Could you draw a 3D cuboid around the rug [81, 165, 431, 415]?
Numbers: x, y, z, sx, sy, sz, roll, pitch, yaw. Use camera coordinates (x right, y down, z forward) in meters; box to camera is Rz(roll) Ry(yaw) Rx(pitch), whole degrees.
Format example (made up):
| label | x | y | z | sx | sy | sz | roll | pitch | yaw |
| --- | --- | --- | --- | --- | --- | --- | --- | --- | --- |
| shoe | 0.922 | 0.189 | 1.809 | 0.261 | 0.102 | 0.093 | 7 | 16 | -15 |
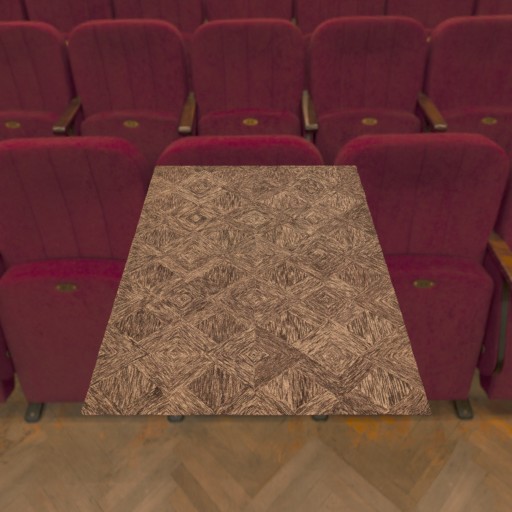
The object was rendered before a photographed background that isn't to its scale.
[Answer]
| label | x | y | z | sx | sy | sz | roll | pitch | yaw |
| --- | --- | --- | --- | --- | --- | --- | --- | --- | --- |
| rug | 0.000 | 0.000 | 4.235 | 2.448 | 0.017 | 3.204 | 0 | 43 | 0 |
